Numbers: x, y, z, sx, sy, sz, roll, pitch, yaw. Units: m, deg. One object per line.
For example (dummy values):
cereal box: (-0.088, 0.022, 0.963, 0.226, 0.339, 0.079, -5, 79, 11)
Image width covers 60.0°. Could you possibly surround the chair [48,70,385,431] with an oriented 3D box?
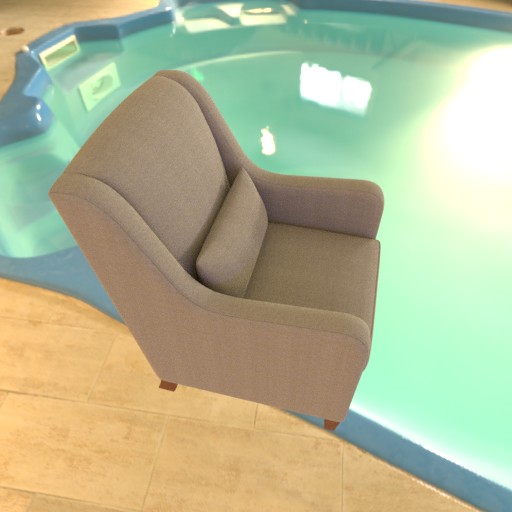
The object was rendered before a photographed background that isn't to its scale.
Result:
chair: (0.000, 0.000, 1.582, 0.890, 1.017, 0.715, 11, 48, 10)
